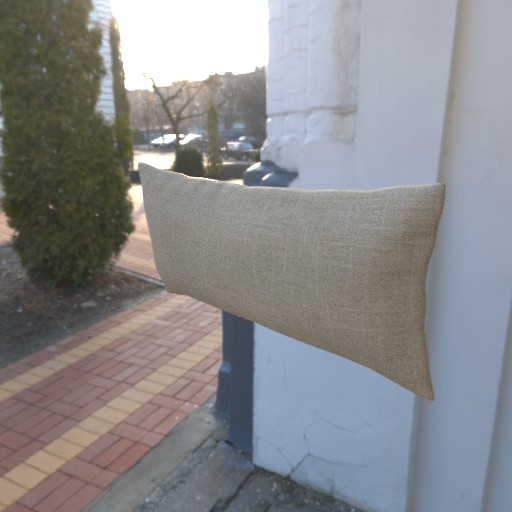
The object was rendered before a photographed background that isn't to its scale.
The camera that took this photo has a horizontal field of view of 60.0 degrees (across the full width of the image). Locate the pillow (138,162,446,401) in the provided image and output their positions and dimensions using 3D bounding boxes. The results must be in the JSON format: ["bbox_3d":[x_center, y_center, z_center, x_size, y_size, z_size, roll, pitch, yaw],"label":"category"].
[{"bbox_3d":[0.000,0.000,0.729,0.612,0.282,0.155,14,21,43],"label":"pillow"}]
